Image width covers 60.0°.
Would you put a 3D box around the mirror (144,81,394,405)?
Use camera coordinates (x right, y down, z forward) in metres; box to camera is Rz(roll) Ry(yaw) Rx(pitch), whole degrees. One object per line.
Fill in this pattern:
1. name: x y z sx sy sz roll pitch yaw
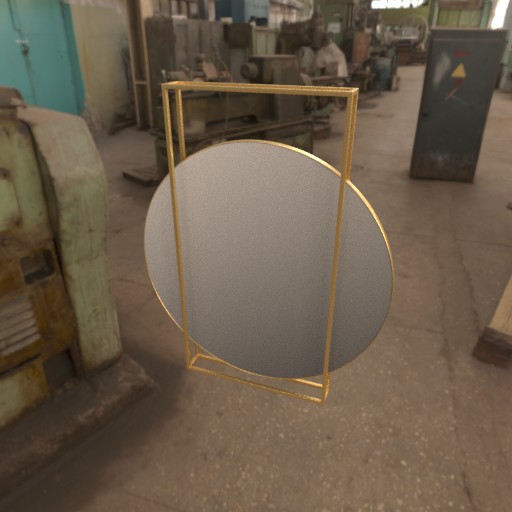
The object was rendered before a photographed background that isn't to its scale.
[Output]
1. mirror: 0.000 0.000 0.837 0.508 0.603 0.051 10 28 18
